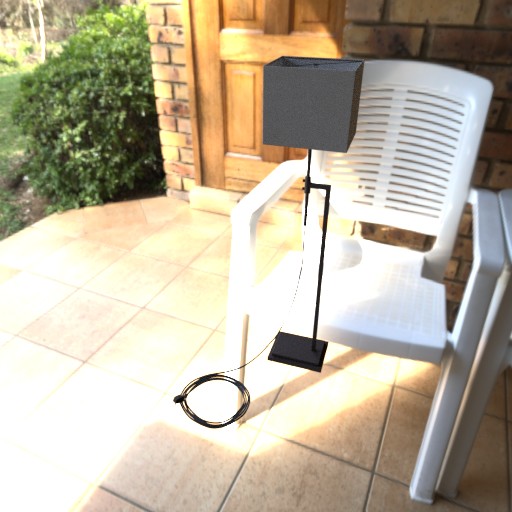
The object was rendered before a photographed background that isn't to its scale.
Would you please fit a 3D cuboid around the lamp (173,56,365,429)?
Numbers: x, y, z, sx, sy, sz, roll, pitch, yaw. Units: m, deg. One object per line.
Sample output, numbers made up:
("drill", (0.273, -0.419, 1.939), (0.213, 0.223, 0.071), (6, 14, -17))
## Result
("lamp", (0.000, 0.000, 2.046), (0.698, 1.600, 0.774), (10, 33, 15))
